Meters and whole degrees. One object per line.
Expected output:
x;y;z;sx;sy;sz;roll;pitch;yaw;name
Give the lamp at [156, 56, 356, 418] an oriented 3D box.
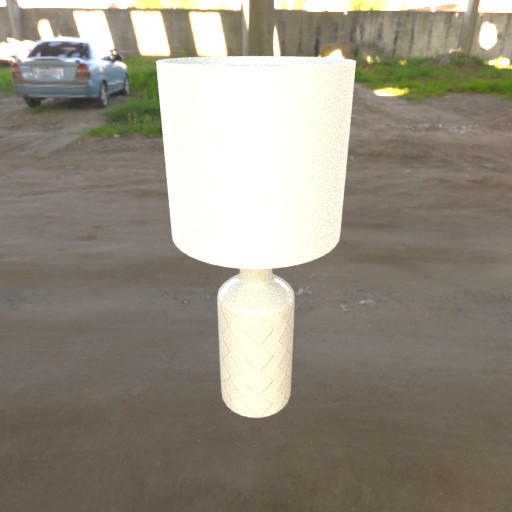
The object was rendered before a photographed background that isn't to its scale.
0.000;0.000;0.569;0.207;0.461;0.207;-17;31;-31;lamp
